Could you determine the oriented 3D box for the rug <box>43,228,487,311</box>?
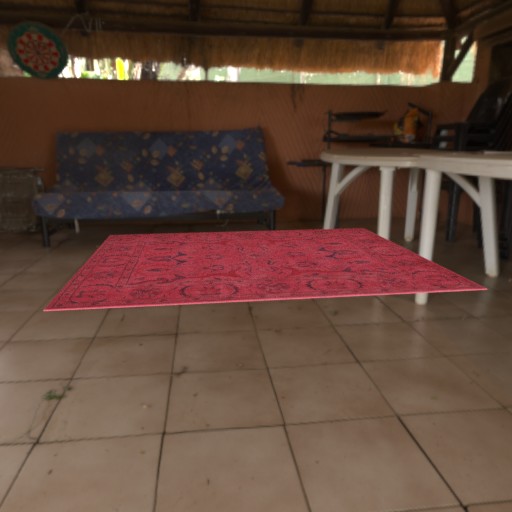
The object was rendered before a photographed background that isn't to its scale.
[{"bbox_3d":[0.000,0.000,3.986,2.929,0.012,2.300,-2,14,-8],"label":"rug"}]
